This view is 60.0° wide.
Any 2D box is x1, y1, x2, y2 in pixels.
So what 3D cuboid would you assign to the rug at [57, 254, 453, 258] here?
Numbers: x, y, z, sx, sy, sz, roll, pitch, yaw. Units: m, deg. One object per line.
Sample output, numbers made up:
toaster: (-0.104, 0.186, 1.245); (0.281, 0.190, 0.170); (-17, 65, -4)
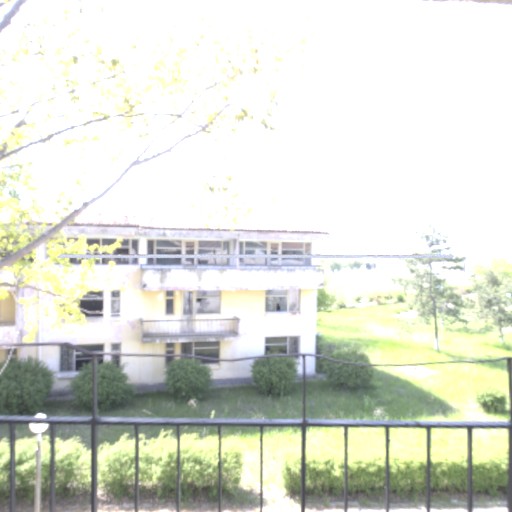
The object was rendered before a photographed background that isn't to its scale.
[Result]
rug: (0.000, 0.000, 2.813); (1.514, 0.014, 2.275); (0, 0, 0)
